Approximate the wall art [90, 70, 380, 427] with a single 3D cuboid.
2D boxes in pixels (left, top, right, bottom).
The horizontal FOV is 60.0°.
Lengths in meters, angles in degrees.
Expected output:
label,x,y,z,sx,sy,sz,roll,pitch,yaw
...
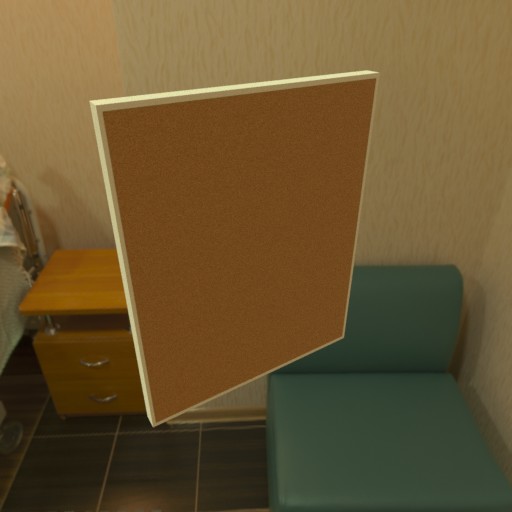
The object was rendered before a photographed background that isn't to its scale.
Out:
label,x,y,z,sx,sy,sz,roll,pitch,yaw
wall art,0.000,0.000,0.750,0.443,0.549,0.030,-18,35,-27
